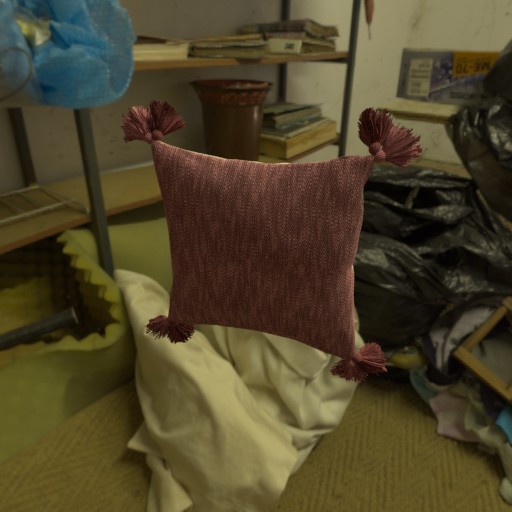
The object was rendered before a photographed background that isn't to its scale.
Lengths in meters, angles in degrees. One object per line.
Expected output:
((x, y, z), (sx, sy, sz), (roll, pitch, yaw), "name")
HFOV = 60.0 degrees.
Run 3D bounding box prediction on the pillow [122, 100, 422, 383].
((0.000, 0.000, 1.000), (0.641, 0.659, 0.138), (8, 28, 15), "pillow")
